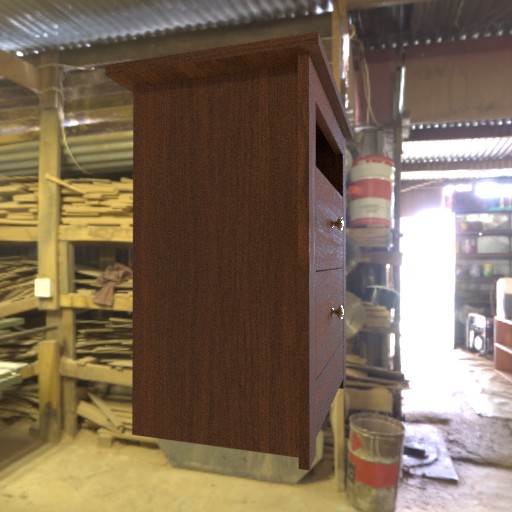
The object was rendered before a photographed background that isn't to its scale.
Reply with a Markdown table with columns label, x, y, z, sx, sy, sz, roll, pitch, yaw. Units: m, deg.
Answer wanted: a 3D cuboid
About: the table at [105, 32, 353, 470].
| label | x | y | z | sx | sy | sz | roll | pitch | yaw |
| --- | --- | --- | --- | --- | --- | --- | --- | --- | --- |
| table | 0.000 | 0.000 | 1.047 | 0.406 | 0.711 | 0.589 | 0 | -1 | 18 |
